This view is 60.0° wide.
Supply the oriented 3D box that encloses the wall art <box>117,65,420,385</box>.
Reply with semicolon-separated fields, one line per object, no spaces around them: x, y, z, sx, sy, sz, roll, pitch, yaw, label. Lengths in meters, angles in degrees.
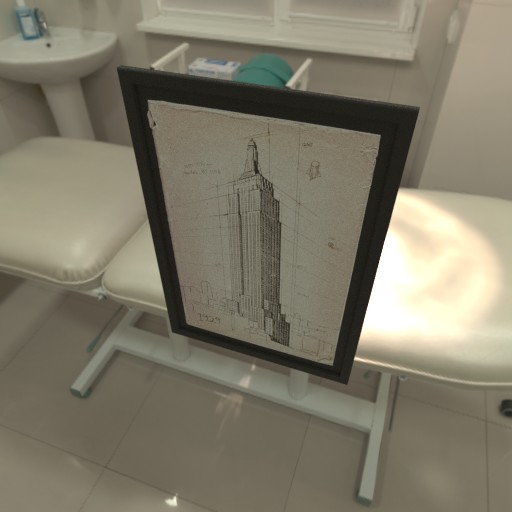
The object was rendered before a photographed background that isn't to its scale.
0.000;0.000;0.855;0.451;0.661;0.012;14;45;14;wall art
